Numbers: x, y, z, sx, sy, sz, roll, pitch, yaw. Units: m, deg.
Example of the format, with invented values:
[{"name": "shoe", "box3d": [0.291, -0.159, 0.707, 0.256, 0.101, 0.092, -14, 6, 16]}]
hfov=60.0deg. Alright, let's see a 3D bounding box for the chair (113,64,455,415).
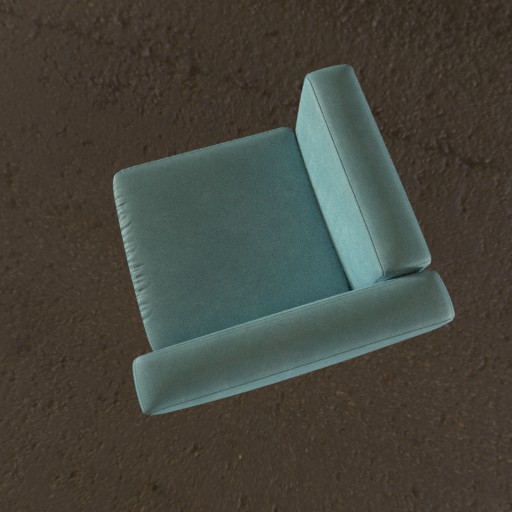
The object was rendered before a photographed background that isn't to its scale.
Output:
[{"name": "chair", "box3d": [0.000, 0.000, 1.249, 0.680, 0.660, 0.680, -16, 75, -4]}]
